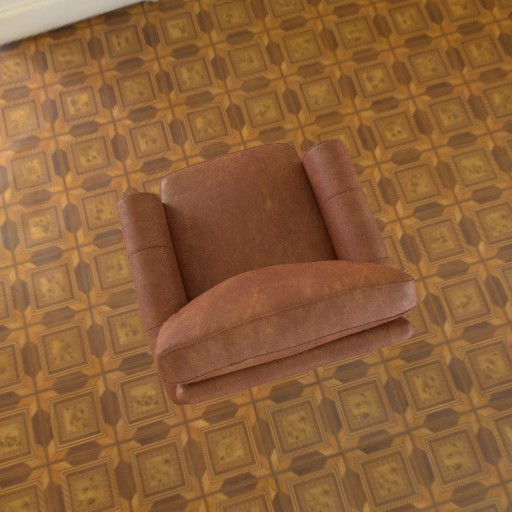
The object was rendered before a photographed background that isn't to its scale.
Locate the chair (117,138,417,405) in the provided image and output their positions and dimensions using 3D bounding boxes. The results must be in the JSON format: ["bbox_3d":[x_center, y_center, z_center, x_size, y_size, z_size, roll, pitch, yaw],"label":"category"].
[{"bbox_3d":[0.000,0.000,1.827,0.983,0.962,0.986,-16,77,-4],"label":"chair"}]
